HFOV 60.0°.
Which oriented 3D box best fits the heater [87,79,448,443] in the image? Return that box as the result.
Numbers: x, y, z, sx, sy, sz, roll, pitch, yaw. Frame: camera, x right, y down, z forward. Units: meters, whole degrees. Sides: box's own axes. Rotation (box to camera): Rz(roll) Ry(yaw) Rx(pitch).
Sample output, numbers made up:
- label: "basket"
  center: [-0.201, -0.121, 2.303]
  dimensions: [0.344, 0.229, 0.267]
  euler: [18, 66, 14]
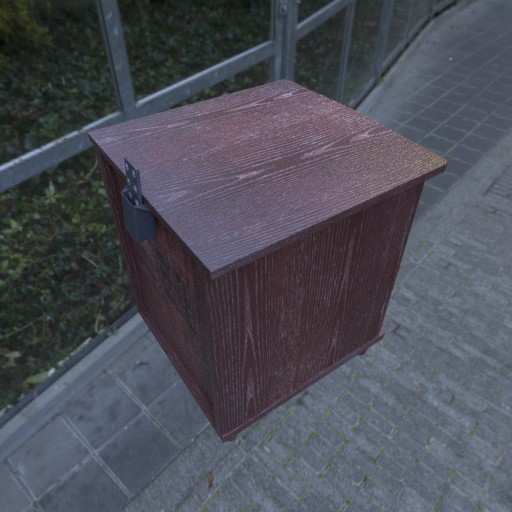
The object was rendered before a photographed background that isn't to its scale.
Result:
- label: "heater"
  center: [0.000, 0.000, 0.759]
  dimensions: [0.400, 0.481, 0.362]
  euler: [-25, 48, -25]
